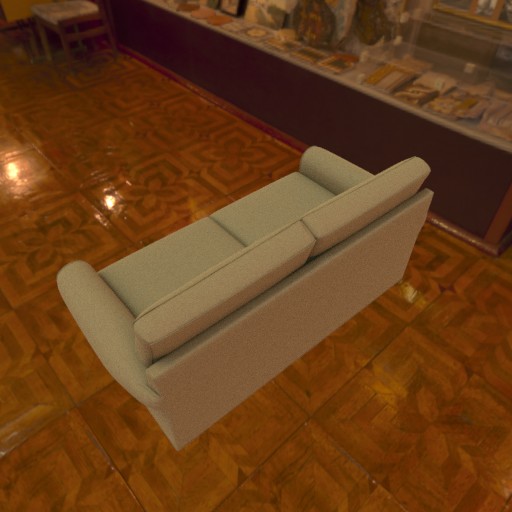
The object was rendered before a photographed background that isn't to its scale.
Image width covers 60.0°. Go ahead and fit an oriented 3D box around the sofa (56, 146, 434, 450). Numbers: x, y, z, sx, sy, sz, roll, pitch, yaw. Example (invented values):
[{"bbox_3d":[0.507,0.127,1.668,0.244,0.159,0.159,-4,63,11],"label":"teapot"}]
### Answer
[{"bbox_3d":[0.000,0.000,2.456,1.930,0.952,0.940,-31,53,-27],"label":"sofa"}]
